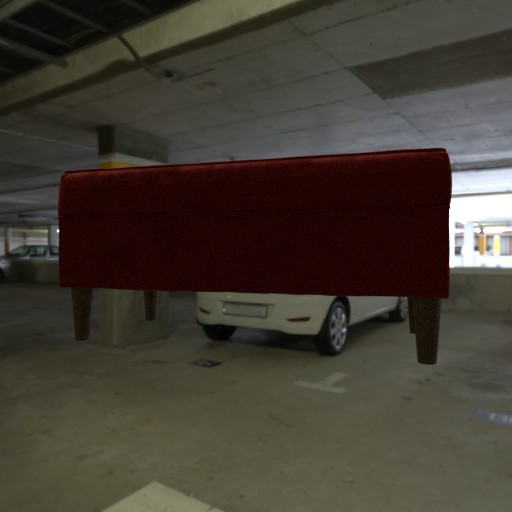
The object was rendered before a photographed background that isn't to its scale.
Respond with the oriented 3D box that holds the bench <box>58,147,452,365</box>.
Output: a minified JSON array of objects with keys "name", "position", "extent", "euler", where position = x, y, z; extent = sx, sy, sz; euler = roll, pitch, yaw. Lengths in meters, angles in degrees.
[{"name":"bench","position":[0.000,0.000,1.301],"extent":[1.016,0.471,0.492],"euler":[0,1,17]}]
